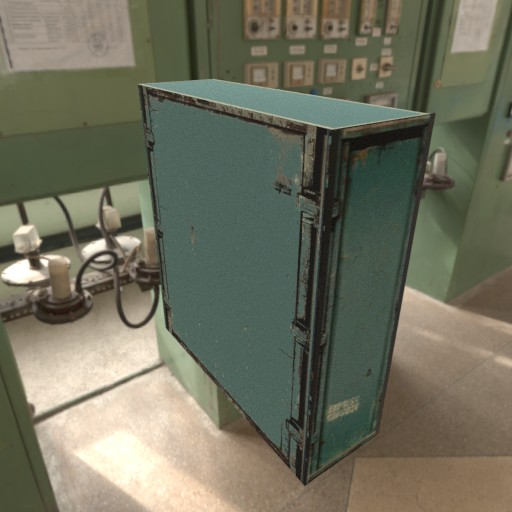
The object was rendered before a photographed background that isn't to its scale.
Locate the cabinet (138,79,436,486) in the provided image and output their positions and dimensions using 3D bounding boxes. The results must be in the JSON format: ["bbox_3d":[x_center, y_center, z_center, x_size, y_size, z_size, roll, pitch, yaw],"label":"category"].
[{"bbox_3d":[0.000,0.000,3.148,0.680,2.160,2.000,-18,32,-31],"label":"cabinet"}]
